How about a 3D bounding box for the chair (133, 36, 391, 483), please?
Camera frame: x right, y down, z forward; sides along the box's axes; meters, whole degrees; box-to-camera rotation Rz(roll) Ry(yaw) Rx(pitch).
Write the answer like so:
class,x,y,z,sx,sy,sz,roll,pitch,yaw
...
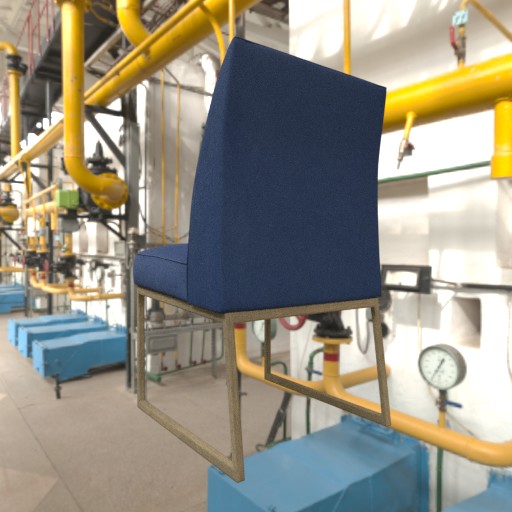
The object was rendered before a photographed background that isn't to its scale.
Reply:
class,x,y,z,sx,sy,sz,roll,pitch,yaw
chair,0.000,0.000,1.195,0.508,0.863,0.522,-1,1,-36
